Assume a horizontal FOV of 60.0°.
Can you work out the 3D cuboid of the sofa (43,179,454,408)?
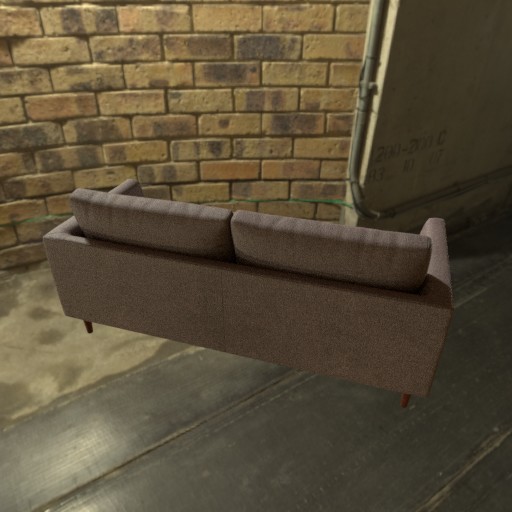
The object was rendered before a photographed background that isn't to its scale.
[{"bbox_3d":[0.000,0.000,2.482,1.948,0.868,1.020,9,33,15],"label":"sofa"}]
